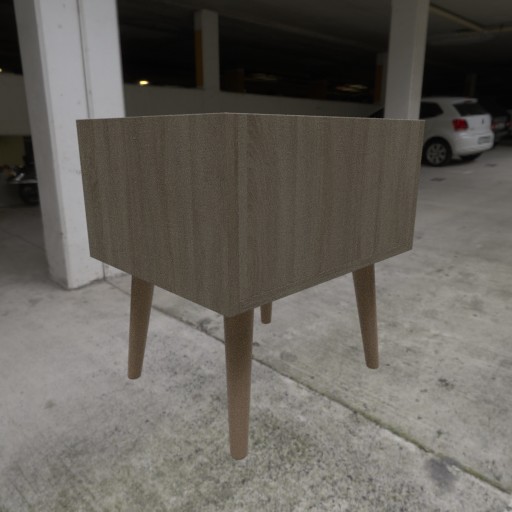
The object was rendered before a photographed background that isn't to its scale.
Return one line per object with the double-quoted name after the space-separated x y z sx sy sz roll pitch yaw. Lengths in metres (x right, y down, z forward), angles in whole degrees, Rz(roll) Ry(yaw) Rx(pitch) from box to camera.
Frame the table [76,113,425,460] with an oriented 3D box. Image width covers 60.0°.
0.000 0.000 0.801 0.450 0.470 0.370 -15 21 -42 "table"
